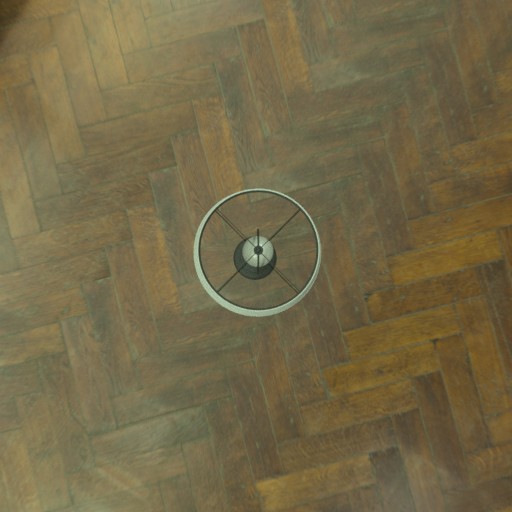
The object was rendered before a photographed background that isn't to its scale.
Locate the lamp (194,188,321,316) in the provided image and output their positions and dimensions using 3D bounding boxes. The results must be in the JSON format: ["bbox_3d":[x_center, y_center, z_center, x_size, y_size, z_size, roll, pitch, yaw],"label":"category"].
[{"bbox_3d":[0.000,0.000,1.663,0.327,1.506,0.327,0,89,0],"label":"lamp"}]
